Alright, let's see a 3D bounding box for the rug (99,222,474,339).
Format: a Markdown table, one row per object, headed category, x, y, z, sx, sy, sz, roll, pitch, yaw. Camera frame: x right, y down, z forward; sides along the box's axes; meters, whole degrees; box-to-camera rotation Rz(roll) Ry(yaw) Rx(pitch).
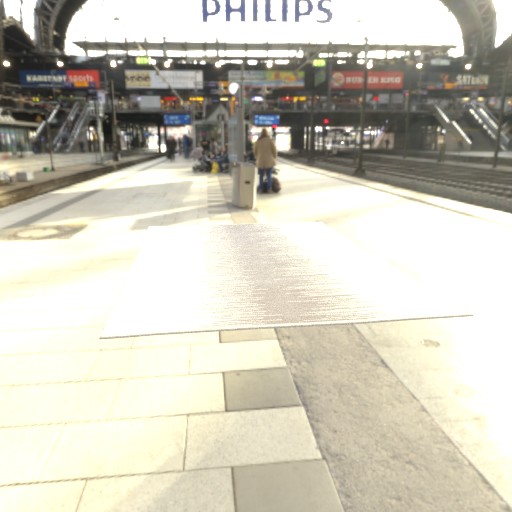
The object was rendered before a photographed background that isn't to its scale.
| category | x | y | z | sx | sy | sz | roll | pitch | yaw |
| --- | --- | --- | --- | --- | --- | --- | --- | --- | --- |
| rug | 0.000 | 0.000 | 2.283 | 1.226 | 0.007 | 1.815 | -2 | 15 | -8 |
